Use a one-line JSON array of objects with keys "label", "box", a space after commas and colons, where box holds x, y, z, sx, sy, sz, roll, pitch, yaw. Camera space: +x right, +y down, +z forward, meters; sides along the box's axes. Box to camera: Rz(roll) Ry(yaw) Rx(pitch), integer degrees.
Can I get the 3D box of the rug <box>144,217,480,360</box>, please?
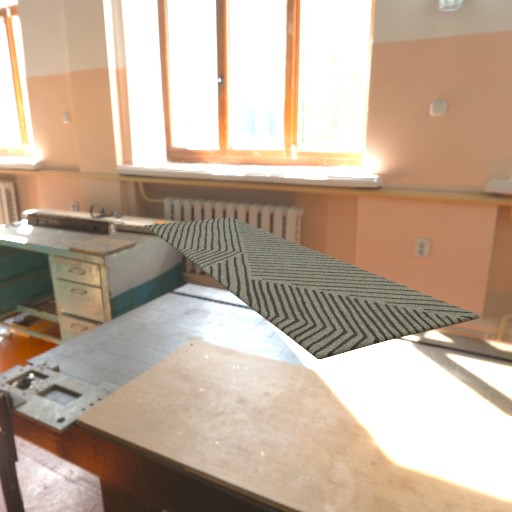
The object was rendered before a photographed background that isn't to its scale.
[{"label": "rug", "box": [0.000, 0.000, 2.639, 0.773, 0.020, 2.439, -7, 17, -26]}]
